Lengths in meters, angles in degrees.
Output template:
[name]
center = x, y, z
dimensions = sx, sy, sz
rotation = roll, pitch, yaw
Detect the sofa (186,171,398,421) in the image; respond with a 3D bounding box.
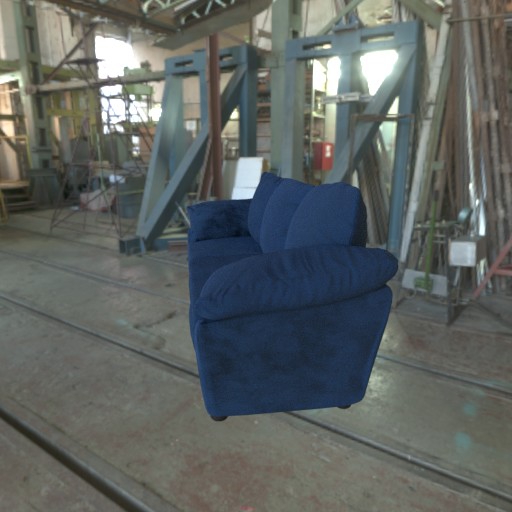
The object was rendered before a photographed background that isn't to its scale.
[sofa]
center = 0.000, 0.000, 2.923
dimensions = 0.907, 1.091, 2.390
rotation = -2, 14, -9
